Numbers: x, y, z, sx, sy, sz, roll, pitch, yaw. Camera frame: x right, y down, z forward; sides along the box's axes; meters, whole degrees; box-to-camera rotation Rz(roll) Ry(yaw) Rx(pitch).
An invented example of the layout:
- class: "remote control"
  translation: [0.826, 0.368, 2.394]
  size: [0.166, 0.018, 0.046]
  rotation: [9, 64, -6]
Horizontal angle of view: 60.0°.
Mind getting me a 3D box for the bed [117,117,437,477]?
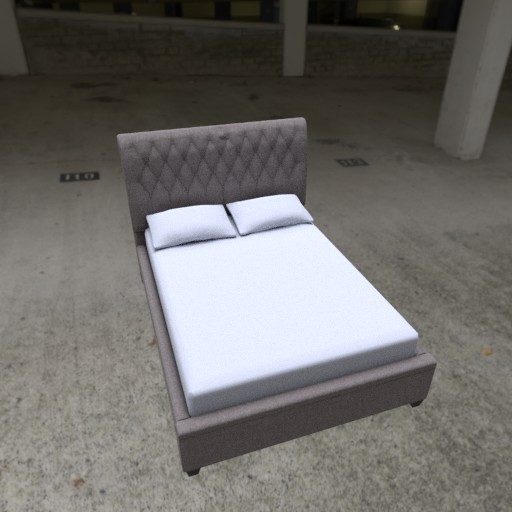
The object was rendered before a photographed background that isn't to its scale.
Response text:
- class: "bed"
  translation: [0.000, 0.000, 3.290]
  size: [1.645, 1.371, 2.252]
  rotation: [-10, 33, -16]
